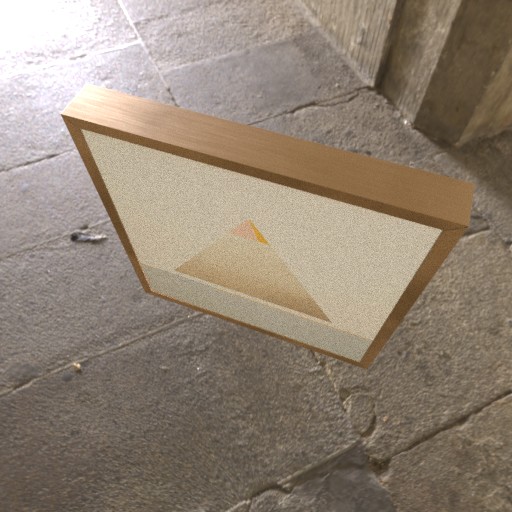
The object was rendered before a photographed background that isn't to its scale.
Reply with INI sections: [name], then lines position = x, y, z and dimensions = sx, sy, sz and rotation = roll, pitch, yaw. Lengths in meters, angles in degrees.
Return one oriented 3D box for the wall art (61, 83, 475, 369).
[wall art]
position = 0.000, 0.000, 0.450
dimensions = 0.305, 0.303, 0.038
rotation = 17, 60, 10
